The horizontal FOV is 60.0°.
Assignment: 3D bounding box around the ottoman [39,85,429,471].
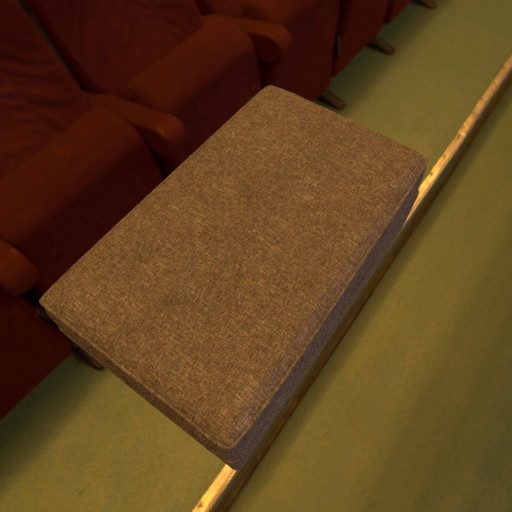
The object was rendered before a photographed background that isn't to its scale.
[{"bbox_3d":[0.000,0.000,1.551,0.717,0.487,1.184,32,64,18],"label":"ottoman"}]
